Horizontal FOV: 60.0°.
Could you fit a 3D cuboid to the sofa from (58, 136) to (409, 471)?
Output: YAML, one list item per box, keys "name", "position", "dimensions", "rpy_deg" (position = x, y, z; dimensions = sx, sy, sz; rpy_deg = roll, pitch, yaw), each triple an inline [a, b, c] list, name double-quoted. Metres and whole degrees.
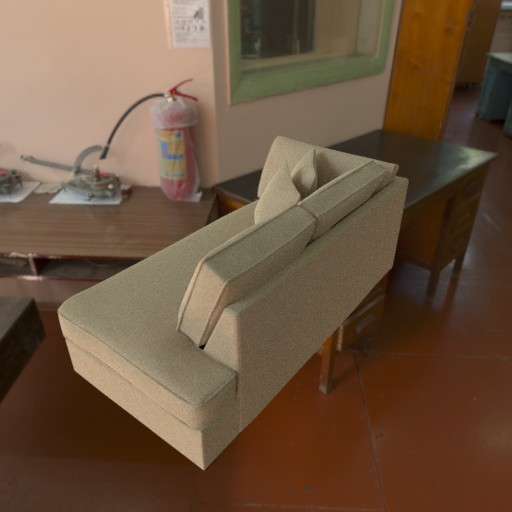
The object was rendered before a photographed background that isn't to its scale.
- name: "sofa"
  position: [0.000, 0.000, 2.853]
  dimensions: [1.110, 1.033, 2.237]
  rpy_deg: [21, 37, 31]
